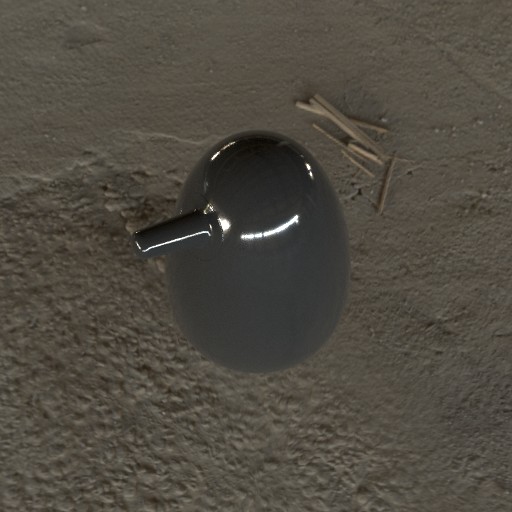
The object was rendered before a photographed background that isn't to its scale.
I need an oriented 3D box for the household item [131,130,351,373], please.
[{"bbox_3d":[0.000,0.000,0.223,0.104,0.152,0.102,-32,67,-15],"label":"household item"}]
